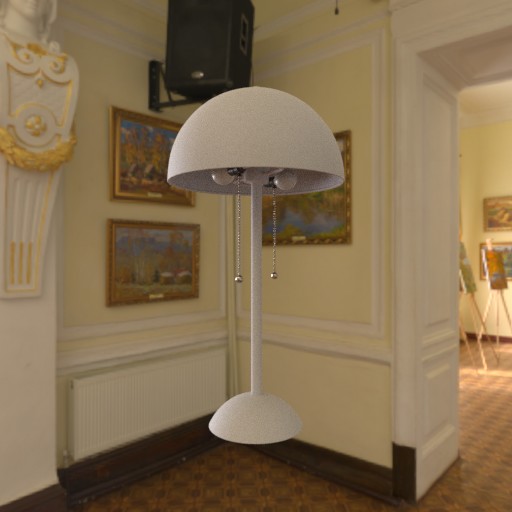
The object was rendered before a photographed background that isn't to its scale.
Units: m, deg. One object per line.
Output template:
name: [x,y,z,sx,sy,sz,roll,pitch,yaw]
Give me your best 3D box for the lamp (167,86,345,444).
lamp: [0.000,0.000,0.435,0.171,0.330,0.171,0,0,0]
